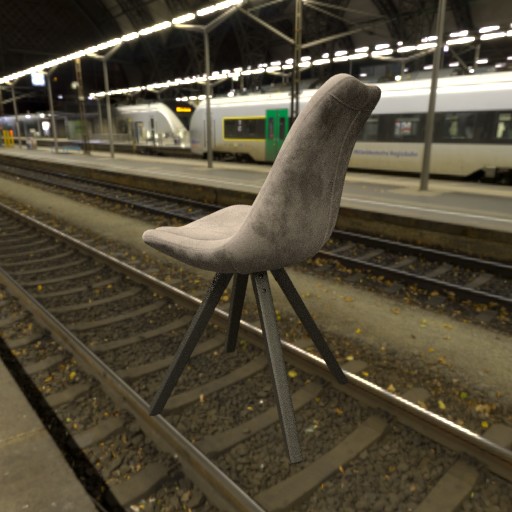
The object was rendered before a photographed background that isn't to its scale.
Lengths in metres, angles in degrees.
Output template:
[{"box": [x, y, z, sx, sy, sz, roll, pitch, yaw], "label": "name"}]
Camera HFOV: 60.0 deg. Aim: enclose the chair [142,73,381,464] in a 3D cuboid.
[{"box": [0.000, 0.000, 1.177, 0.550, 0.850, 0.485, 8, 18, 26], "label": "chair"}]
